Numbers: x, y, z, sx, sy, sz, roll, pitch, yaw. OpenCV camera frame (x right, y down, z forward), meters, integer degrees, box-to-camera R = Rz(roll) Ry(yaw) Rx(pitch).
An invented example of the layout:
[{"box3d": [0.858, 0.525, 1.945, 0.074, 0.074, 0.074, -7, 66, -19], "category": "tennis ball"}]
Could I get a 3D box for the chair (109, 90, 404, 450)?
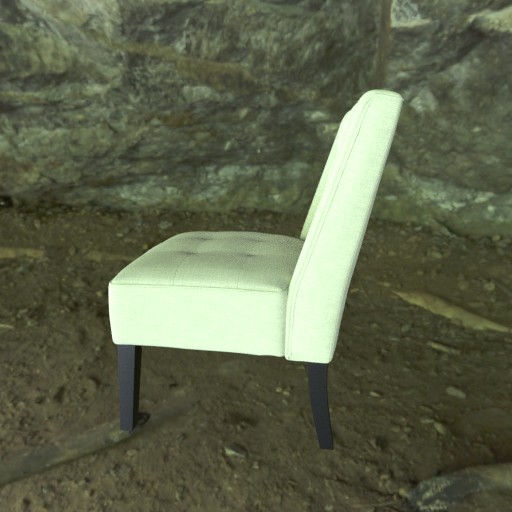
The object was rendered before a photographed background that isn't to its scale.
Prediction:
[{"box3d": [0.000, 0.000, 1.289, 0.676, 0.853, 0.569, 2, 14, 8], "category": "chair"}]
